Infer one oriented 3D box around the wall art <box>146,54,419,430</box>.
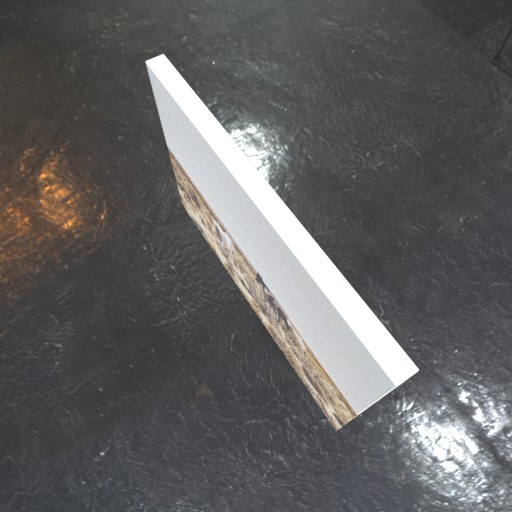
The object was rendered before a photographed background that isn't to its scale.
[{"bbox_3d":[0.000,0.000,1.168,0.050,0.610,0.914,-30,66,-15],"label":"wall art"}]
